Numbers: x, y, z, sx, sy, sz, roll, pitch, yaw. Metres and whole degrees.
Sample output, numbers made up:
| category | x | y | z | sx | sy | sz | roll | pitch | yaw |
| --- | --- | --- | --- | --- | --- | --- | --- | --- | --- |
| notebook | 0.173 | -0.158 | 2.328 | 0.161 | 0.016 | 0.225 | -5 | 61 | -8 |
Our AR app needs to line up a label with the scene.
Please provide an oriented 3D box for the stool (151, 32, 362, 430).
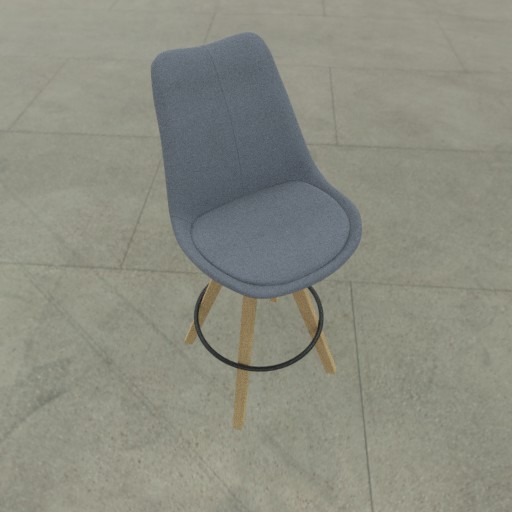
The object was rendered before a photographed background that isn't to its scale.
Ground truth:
| category | x | y | z | sx | sy | sz | roll | pitch | yaw |
| --- | --- | --- | --- | --- | --- | --- | --- | --- | --- |
| stool | 0.000 | 0.000 | 1.373 | 0.485 | 1.115 | 0.550 | -24 | 51 | -21 |
